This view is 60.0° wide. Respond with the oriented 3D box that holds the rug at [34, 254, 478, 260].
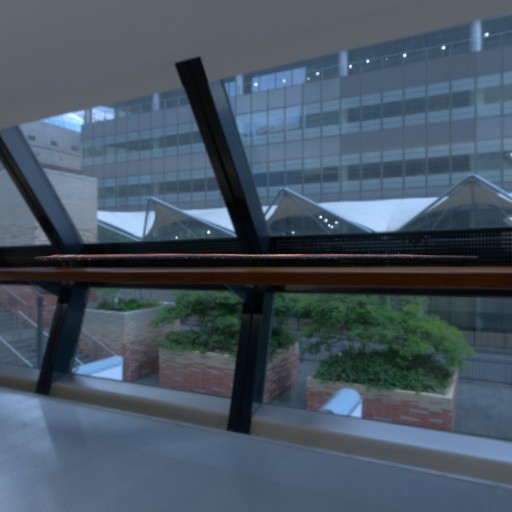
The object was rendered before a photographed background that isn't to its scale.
[{"bbox_3d":[0.000,0.000,3.586,3.032,0.034,1.522,0,0,-18],"label":"rug"}]
